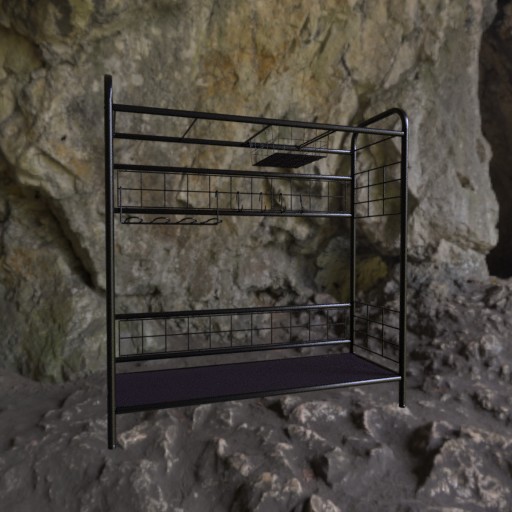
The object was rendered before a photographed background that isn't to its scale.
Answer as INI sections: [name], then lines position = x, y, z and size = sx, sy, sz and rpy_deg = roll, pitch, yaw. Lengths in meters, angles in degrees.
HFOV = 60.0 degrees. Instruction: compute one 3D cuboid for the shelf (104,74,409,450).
[shelf]
position = 0.000, 0.000, 1.494
size = 0.961, 1.026, 0.350
rpy_deg = -1, 2, -19
